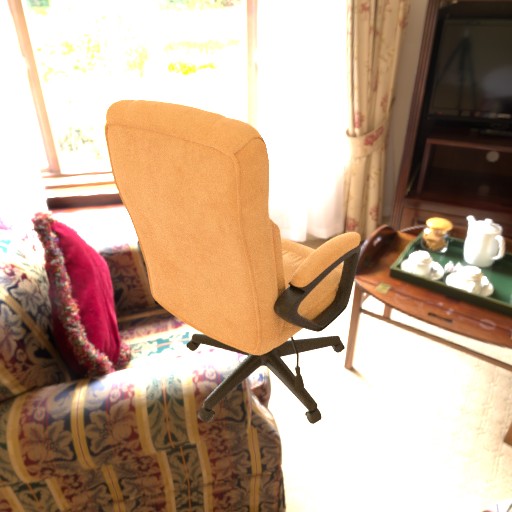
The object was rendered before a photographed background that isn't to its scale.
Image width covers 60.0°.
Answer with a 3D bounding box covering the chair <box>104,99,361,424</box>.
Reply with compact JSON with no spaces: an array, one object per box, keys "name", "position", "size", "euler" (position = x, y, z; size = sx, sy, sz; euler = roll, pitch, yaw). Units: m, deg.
[{"name":"chair","position":[0.000,0.000,1.527],"size":[0.667,1.105,0.724],"euler":[22,36,33]}]
